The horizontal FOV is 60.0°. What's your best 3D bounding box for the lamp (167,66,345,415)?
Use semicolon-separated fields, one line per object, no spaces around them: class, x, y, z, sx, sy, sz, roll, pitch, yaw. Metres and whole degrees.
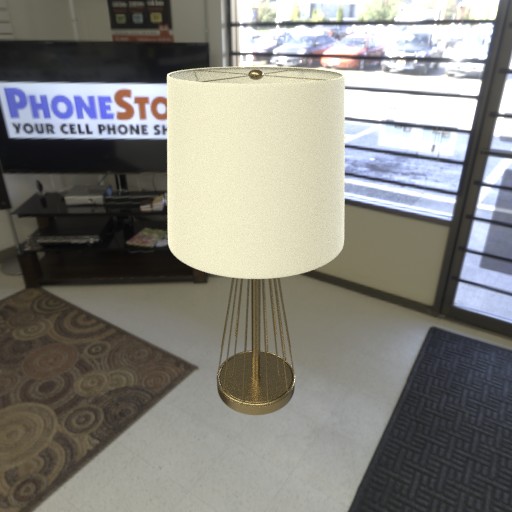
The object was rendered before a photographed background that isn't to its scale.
lamp;0.000;0.000;0.794;0.303;0.618;0.303;0;27;0
